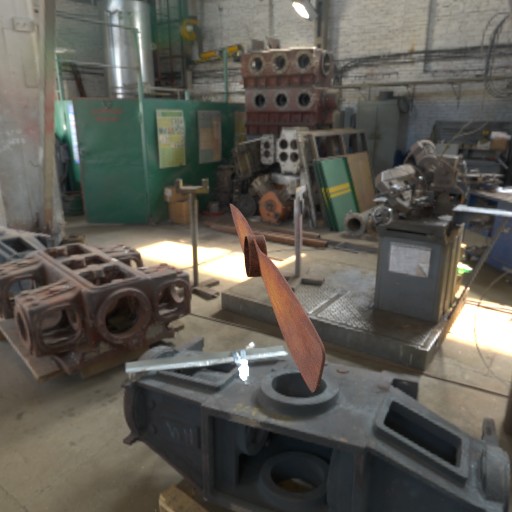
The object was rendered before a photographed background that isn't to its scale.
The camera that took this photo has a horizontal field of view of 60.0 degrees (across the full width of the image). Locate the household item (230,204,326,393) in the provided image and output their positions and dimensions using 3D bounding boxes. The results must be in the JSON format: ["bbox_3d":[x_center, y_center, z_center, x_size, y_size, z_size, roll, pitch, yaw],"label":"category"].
[{"bbox_3d":[0.000,0.000,1.202,0.051,0.121,1.181,-3,18,-9],"label":"household item"}]
